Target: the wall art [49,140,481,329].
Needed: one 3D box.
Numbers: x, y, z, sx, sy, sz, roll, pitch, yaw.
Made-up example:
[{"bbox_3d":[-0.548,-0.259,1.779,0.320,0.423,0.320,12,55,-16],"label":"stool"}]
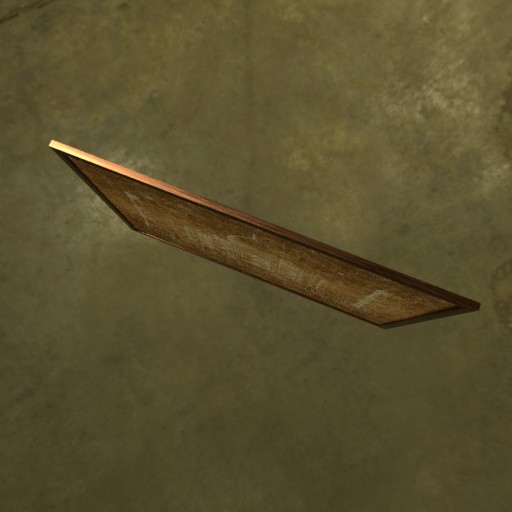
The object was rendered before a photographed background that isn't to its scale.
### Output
[{"bbox_3d":[0.000,0.000,1.055,0.816,0.559,0.014,21,78,5],"label":"wall art"}]
